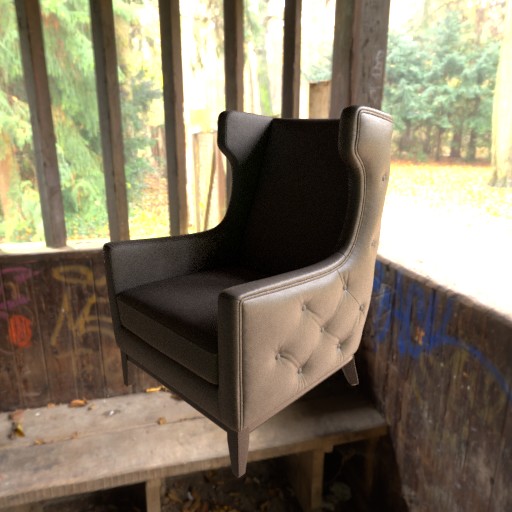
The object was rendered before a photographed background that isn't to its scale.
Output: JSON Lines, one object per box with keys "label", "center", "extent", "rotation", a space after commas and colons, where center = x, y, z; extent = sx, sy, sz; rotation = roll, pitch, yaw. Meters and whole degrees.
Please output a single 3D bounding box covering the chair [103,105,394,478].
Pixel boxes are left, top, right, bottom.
{"label": "chair", "center": [0.000, 0.000, 1.689], "extent": [0.899, 1.079, 0.769], "rotation": [-15, 22, -42]}
